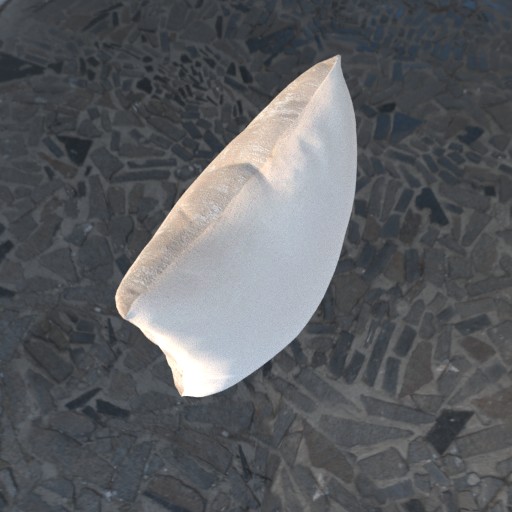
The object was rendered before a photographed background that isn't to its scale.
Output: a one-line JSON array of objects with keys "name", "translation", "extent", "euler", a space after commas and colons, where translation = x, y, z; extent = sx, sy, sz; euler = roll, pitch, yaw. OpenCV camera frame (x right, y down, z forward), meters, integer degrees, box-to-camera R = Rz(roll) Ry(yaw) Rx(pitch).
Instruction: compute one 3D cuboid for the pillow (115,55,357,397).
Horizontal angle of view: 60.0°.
[{"name": "pillow", "translation": [0.000, 0.000, 0.702], "extent": [0.245, 0.448, 0.450], "euler": [32, 67, 15]}]
